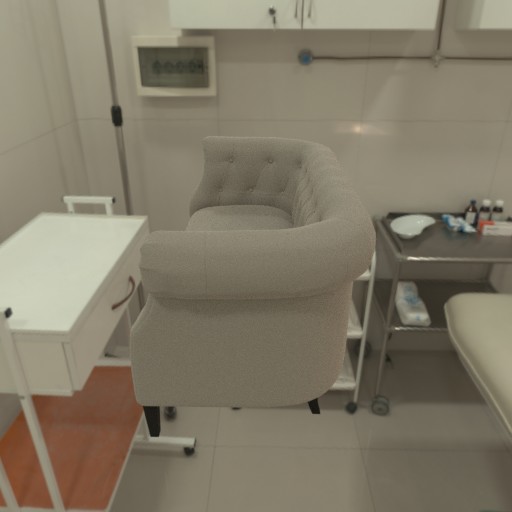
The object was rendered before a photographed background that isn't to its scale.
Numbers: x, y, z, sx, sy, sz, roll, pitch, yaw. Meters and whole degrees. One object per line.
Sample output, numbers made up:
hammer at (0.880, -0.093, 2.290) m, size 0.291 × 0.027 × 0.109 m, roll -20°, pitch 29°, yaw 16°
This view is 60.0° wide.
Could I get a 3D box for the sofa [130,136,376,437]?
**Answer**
sofa at (0.000, 0.000, 2.072) m, size 0.835 × 0.827 × 1.558 m, roll 1°, pitch 27°, yaw 1°
